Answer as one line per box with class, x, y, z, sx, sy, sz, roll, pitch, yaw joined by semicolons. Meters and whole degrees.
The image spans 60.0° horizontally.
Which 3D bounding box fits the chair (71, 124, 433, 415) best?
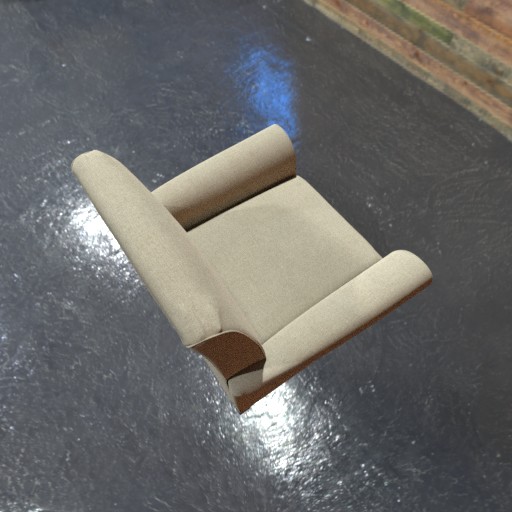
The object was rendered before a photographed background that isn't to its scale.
chair;0.000;0.000;1.729;0.905;1.061;0.978;-31;63;-18
